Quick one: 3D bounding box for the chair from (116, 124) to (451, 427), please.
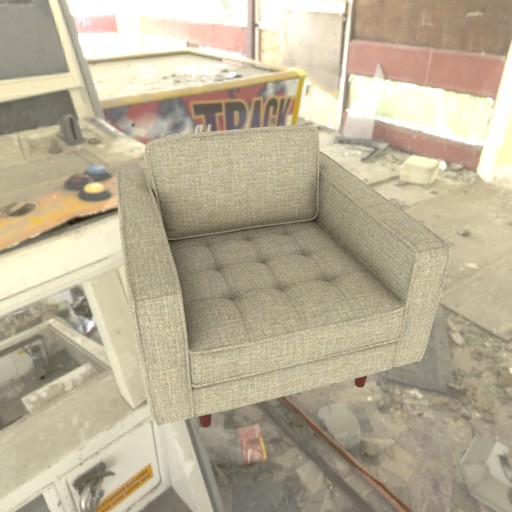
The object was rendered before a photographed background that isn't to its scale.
[{"bbox_3d":[0.000,0.000,1.571,0.889,0.765,0.914,-9,32,-15],"label":"chair"}]
